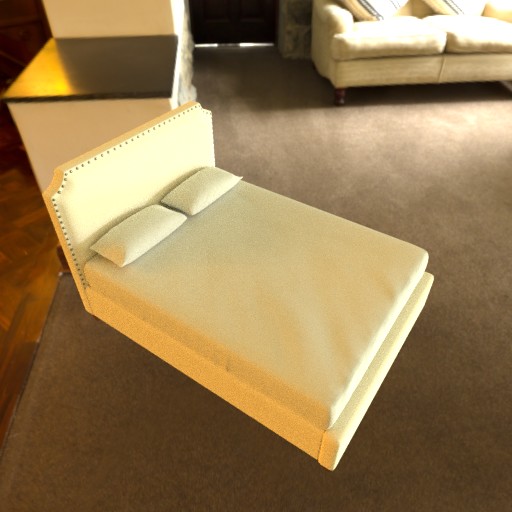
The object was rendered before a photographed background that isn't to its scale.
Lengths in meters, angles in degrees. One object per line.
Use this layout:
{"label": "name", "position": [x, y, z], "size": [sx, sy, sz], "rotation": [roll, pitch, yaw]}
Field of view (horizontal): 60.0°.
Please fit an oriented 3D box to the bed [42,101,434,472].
{"label": "bed", "position": [0.000, 0.000, 3.371], "size": [2.329, 1.415, 1.703], "rotation": [25, 47, 25]}
